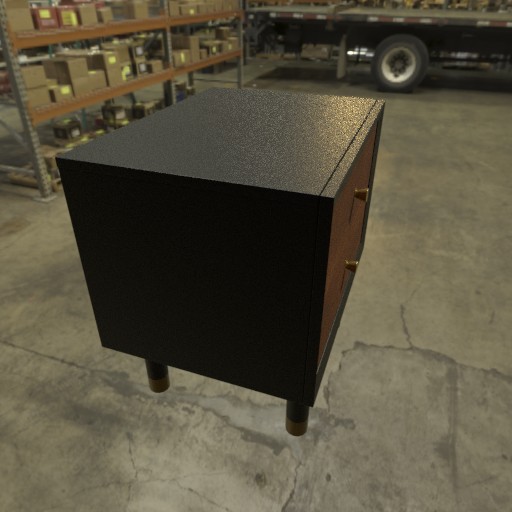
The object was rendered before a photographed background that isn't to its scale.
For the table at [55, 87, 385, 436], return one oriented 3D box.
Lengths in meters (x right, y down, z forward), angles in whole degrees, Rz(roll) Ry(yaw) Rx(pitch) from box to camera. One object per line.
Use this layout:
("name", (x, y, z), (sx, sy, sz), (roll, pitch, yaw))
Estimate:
("table", (0.000, 0.000, 0.983), (0.441, 0.584, 0.564), (11, 33, 17))
